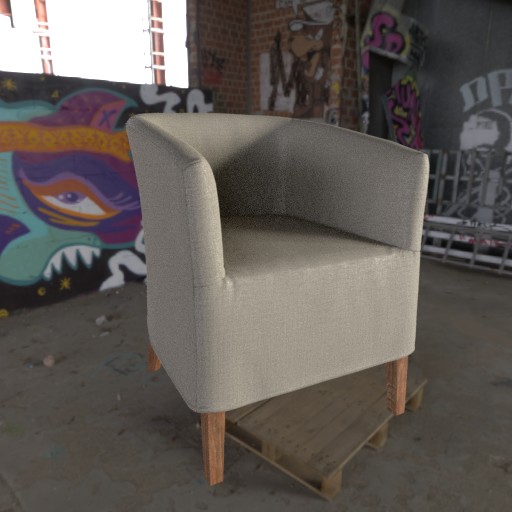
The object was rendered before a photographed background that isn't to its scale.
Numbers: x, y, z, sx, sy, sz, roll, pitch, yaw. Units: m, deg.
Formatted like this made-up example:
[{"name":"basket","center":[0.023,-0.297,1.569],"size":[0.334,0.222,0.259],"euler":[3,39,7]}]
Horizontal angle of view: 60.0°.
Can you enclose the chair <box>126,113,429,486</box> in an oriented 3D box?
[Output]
[{"name":"chair","center":[0.000,0.000,1.215],"size":[0.600,0.771,0.668],"euler":[-8,17,-27]}]
